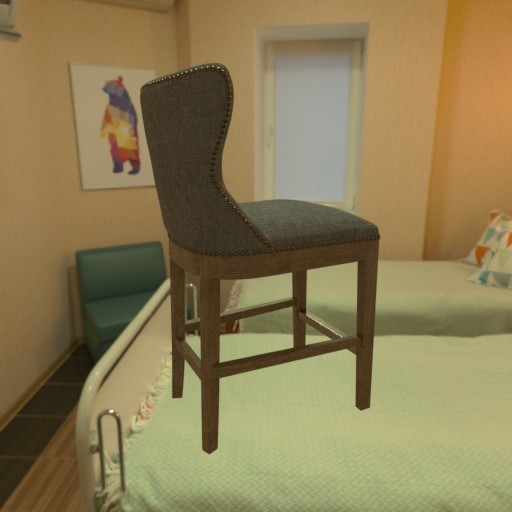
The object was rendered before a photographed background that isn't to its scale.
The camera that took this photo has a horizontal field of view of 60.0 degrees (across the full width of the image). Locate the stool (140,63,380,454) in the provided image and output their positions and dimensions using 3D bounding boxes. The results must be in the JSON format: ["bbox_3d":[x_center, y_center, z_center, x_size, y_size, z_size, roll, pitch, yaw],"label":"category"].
[{"bbox_3d":[0.000,0.000,1.319,0.608,0.981,0.498,-7,17,-26],"label":"stool"}]
